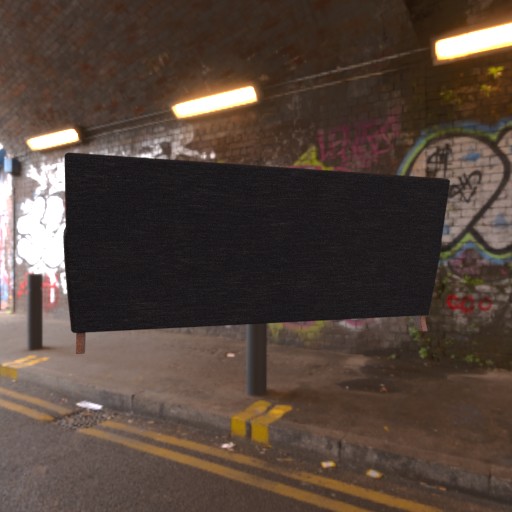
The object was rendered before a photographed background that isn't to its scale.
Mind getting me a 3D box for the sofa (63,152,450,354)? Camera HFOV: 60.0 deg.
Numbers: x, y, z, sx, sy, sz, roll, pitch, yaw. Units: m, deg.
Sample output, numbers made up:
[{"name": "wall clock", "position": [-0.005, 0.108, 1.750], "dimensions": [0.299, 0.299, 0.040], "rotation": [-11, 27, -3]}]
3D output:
[{"name": "sofa", "position": [0.000, 0.000, 2.481], "dimensions": [1.976, 0.846, 0.875], "rotation": [0, 0, -18]}]
